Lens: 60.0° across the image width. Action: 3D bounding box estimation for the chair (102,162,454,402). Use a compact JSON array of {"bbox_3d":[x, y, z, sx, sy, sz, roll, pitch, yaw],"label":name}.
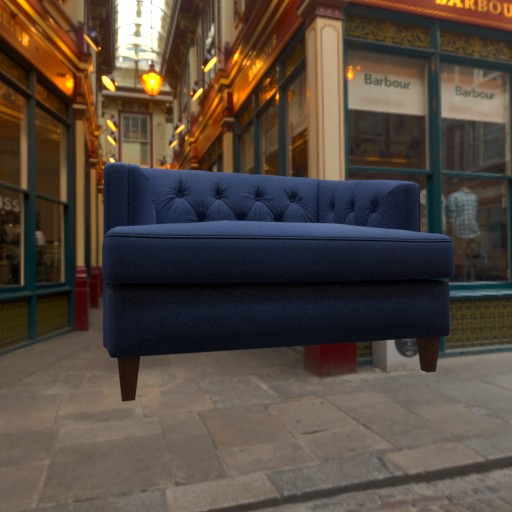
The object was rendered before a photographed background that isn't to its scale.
[{"bbox_3d":[0.000,0.000,1.719,1.118,0.787,0.914,0,-1,-18],"label":"chair"}]
